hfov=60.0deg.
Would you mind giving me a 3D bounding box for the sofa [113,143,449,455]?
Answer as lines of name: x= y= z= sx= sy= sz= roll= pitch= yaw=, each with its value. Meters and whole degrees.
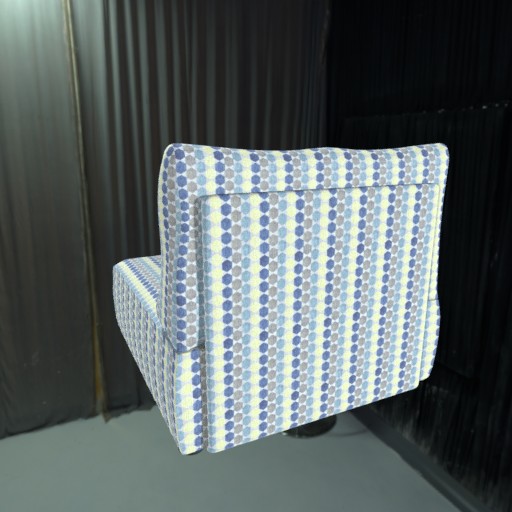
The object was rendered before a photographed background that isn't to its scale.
sofa: x=0.000 y=0.000 z=1.683 sx=0.930 sy=0.830 sz=1.000 roll=-7 pitch=16 yaw=-26
